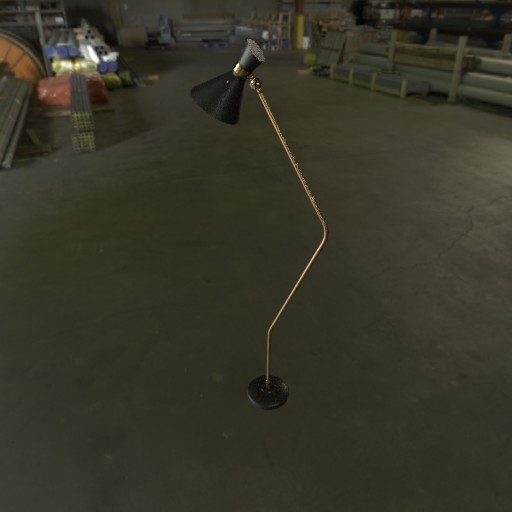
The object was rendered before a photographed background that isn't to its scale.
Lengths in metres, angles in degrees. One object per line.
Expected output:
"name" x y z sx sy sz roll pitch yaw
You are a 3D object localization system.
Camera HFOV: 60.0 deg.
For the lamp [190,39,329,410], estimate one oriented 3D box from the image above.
"lamp" 0.000 0.000 1.638 0.277 1.438 0.467 -19 35 -29
